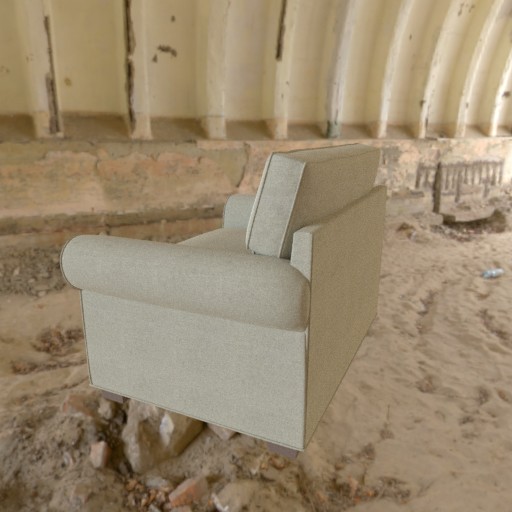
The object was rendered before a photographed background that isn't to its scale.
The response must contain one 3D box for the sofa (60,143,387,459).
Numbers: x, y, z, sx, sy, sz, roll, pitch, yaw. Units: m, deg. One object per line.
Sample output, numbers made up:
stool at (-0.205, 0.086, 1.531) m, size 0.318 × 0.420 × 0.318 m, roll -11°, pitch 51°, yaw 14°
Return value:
sofa at (0.000, 0.000, 2.034) m, size 0.936 × 0.991 × 1.405 m, roll 7°, pitch 17°, yaw 24°
